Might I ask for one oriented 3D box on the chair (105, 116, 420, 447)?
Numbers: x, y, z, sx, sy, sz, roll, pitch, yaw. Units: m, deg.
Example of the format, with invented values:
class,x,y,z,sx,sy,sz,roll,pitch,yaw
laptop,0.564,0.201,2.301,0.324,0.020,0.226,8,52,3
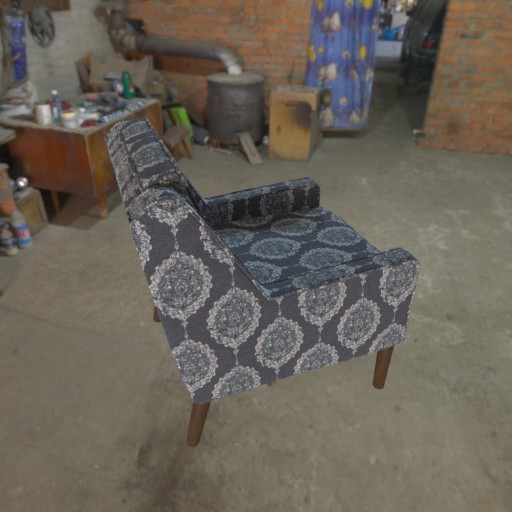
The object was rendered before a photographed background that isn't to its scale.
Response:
class,x,y,z,sx,sy,sz,roll,pitch,yaw
chair,0.000,0.000,1.363,0.743,0.792,0.663,-11,32,-17
